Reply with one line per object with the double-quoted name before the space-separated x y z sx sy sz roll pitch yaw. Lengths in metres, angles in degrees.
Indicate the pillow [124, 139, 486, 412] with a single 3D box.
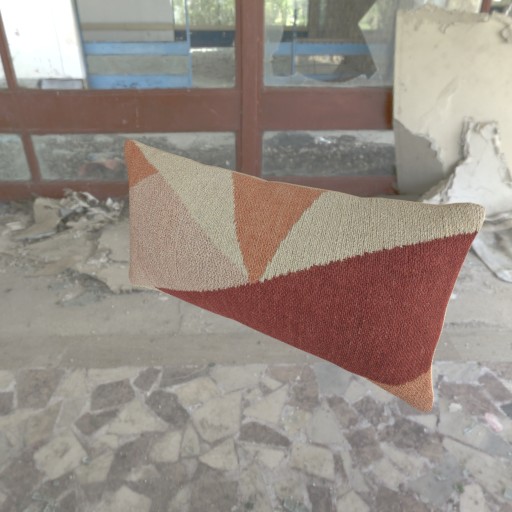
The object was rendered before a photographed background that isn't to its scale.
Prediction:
"pillow" 0.000 0.000 0.708 0.609 0.292 0.155 18 33 29
